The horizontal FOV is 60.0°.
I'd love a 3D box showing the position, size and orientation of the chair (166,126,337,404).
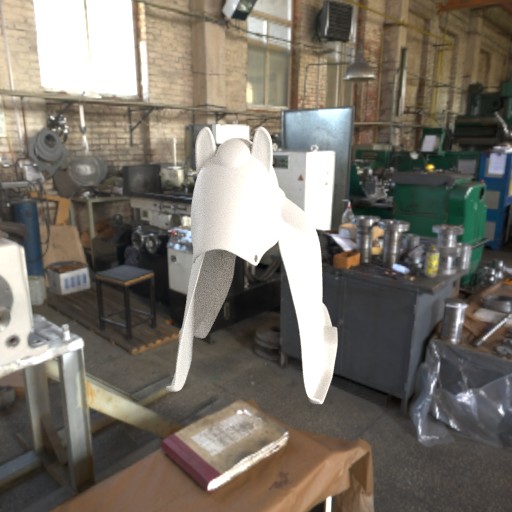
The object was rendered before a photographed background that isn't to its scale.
[{"bbox_3d":[0.000,0.000,1.128,0.429,0.612,0.800,2,14,9],"label":"chair"}]
